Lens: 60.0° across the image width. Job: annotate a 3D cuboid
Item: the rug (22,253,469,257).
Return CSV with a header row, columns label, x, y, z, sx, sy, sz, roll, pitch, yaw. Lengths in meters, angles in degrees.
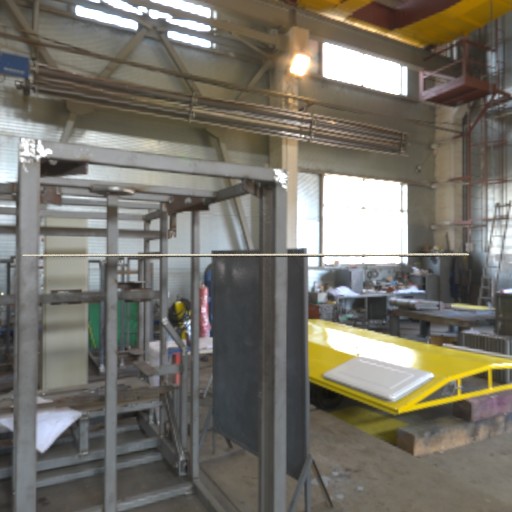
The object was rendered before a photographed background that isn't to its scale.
label,x,y,z,sx,sy,sz,roll,pitch,yaw
rug,0.000,0.000,2.313,1.828,0.007,1.220,0,0,16
